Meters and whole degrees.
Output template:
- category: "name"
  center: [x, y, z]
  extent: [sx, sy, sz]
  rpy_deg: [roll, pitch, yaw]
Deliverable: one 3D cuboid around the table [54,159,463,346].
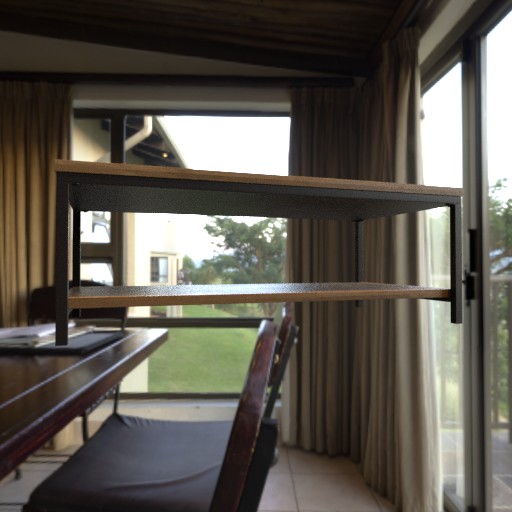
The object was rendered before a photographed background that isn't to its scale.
- category: "table"
  center: [0.000, 0.000, 1.382]
  extent: [1.100, 0.399, 0.551]
  rpy_deg: [0, -1, -19]
